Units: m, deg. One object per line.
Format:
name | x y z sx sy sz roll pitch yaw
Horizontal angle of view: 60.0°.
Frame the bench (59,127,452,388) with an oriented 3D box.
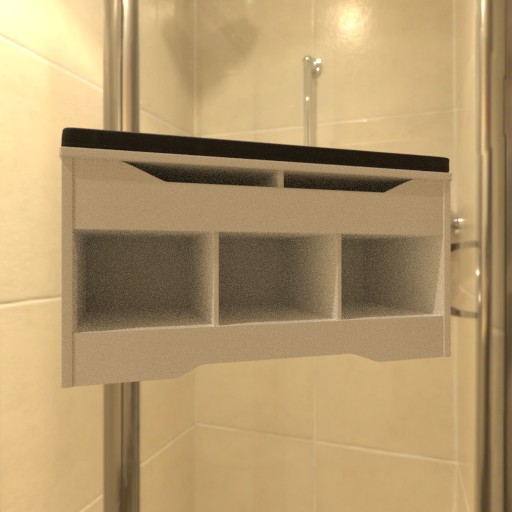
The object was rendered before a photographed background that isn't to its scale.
bench | 0.000 0.000 1.155 0.899 0.500 0.401 0 0 -17
